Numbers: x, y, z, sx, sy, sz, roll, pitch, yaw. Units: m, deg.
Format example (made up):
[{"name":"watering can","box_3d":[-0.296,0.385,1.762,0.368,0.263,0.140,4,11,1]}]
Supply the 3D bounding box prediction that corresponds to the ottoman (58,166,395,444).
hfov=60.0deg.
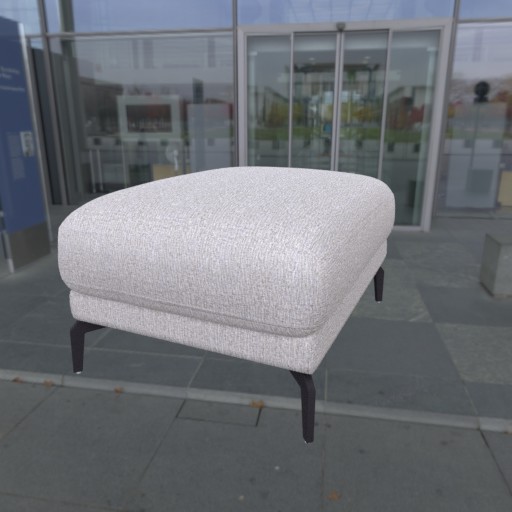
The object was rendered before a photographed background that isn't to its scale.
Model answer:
[{"name":"ottoman","box_3d":[0.000,0.000,1.101,0.568,0.420,0.772,8,18,24]}]
